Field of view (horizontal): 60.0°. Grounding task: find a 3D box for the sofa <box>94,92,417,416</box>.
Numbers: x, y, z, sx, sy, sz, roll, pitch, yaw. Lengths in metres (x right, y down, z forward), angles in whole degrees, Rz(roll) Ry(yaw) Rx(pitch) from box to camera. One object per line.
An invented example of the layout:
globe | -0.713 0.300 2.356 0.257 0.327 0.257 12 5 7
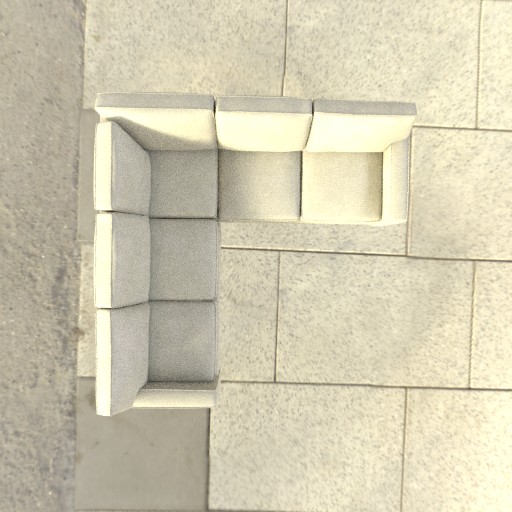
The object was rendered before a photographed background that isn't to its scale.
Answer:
sofa | 0.000 0.000 3.320 2.211 0.936 2.188 0 91 -1
